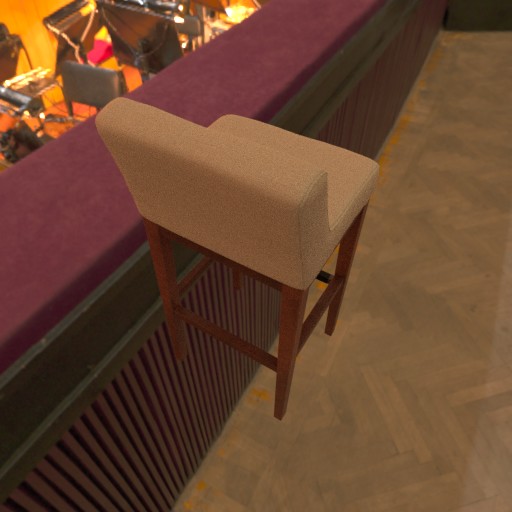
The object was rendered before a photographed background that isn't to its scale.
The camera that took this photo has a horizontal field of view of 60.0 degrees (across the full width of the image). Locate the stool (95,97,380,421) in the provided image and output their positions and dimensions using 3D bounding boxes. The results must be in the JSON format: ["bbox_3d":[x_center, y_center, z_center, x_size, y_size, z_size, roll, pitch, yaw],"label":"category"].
[{"bbox_3d":[0.000,0.000,1.334,0.511,1.037,0.500,25,52,21],"label":"stool"}]
